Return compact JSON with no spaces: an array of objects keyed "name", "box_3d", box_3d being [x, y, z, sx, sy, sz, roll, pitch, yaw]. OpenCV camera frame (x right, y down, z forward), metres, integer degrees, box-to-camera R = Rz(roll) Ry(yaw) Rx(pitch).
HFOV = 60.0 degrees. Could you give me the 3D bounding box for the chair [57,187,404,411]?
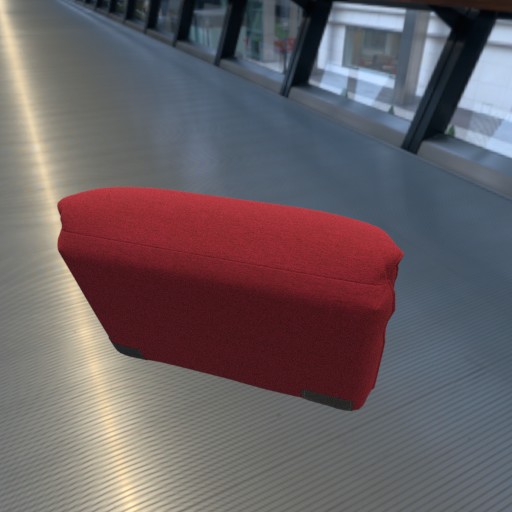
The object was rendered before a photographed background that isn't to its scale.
[{"name":"chair","box_3d":[0.000,0.000,1.359,0.820,0.580,0.780,10,33,15]}]
